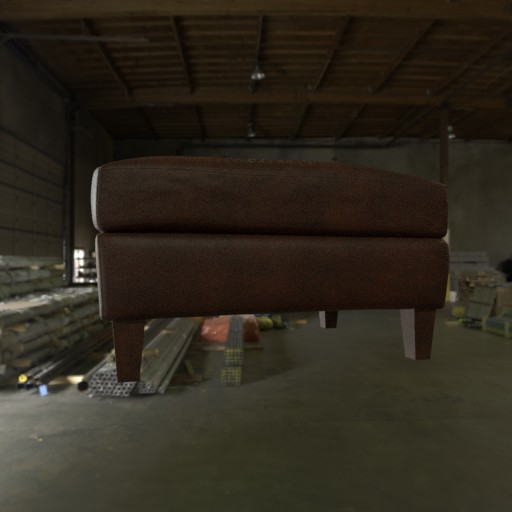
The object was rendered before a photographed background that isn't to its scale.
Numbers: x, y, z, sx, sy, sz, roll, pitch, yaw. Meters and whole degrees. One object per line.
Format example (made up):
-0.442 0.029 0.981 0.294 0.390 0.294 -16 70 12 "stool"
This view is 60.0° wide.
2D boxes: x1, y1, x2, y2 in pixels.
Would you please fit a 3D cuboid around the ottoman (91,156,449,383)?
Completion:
0.000 0.000 1.296 0.887 0.527 0.659 0 0 -16 "ottoman"
